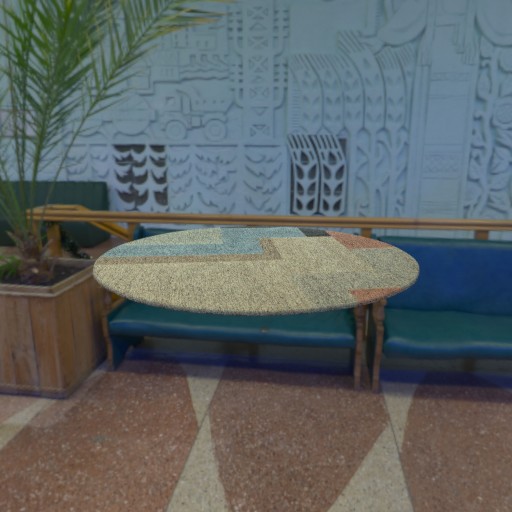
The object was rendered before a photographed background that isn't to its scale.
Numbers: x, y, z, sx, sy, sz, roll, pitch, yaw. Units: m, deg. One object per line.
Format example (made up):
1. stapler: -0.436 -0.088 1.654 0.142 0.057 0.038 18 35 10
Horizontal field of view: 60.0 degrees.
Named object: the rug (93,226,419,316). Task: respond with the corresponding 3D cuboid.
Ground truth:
1. rug: 0.000 0.000 3.535 2.461 0.033 2.461 0 14 0
